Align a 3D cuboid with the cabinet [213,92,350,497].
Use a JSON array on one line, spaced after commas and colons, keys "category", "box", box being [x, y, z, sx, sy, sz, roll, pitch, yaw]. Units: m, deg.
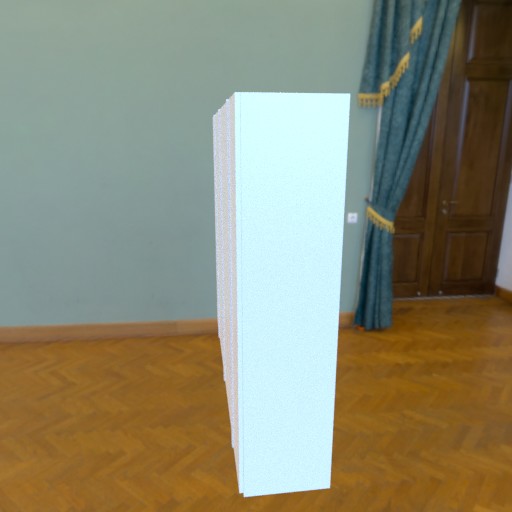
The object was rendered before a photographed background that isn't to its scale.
[{"category": "cabinet", "box": [0.000, 0.000, 3.775, 0.590, 2.370, 2.700, -2, 15, -7]}]
